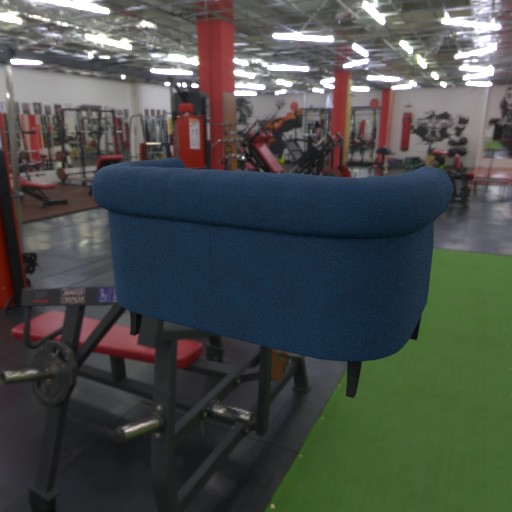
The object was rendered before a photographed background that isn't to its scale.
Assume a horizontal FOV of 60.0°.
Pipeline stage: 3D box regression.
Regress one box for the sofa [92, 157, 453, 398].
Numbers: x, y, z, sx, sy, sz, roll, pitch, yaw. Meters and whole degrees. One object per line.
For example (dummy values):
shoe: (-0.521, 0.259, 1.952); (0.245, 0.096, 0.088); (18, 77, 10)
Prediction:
sofa: (0.000, 0.000, 2.036); (1.558, 0.827, 0.835); (8, 18, 28)
